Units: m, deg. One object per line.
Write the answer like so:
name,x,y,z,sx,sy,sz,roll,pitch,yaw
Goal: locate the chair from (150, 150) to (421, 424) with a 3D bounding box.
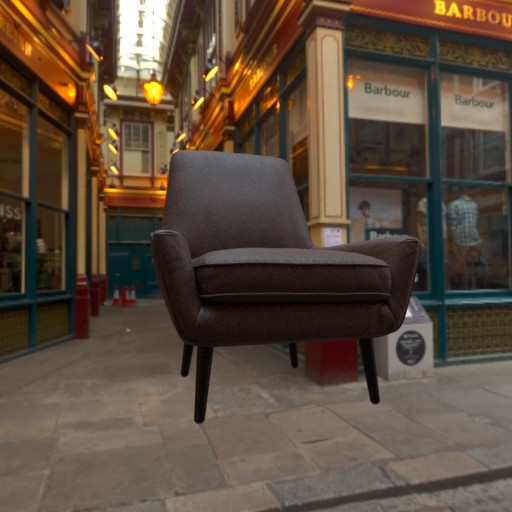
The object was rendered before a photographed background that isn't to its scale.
chair,0.000,0.000,1.556,0.787,0.888,0.824,1,-2,-18
